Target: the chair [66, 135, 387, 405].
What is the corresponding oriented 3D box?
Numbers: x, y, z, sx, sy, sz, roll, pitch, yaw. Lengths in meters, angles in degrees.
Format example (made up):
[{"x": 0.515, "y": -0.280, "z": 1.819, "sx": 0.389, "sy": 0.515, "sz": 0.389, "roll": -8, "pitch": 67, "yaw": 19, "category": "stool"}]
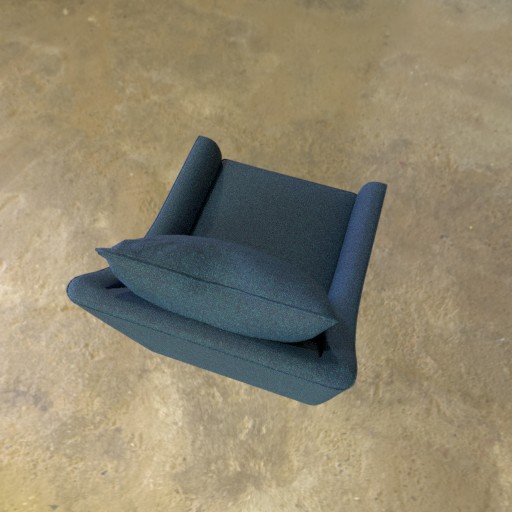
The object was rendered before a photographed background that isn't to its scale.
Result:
[{"x": 0.000, "y": 0.000, "z": 1.549, "sx": 0.750, "sy": 0.939, "sz": 0.870, "roll": 17, "pitch": 64, "yaw": 8, "category": "chair"}]
